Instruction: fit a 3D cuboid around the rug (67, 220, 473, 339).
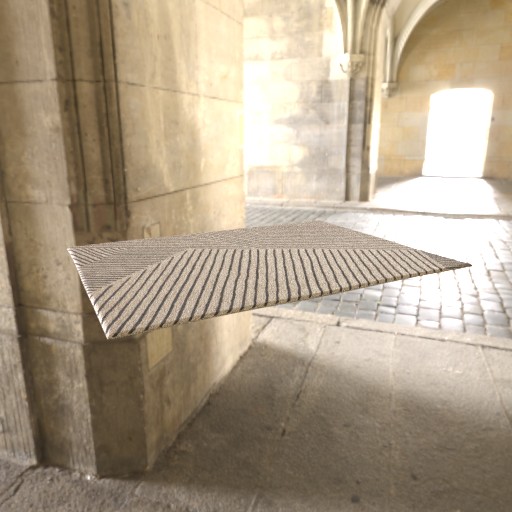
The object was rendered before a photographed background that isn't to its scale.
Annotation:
[{"bbox_3d":[0.000,0.000,3.298,2.449,0.028,1.829,-8,17,-27],"label":"rug"}]
